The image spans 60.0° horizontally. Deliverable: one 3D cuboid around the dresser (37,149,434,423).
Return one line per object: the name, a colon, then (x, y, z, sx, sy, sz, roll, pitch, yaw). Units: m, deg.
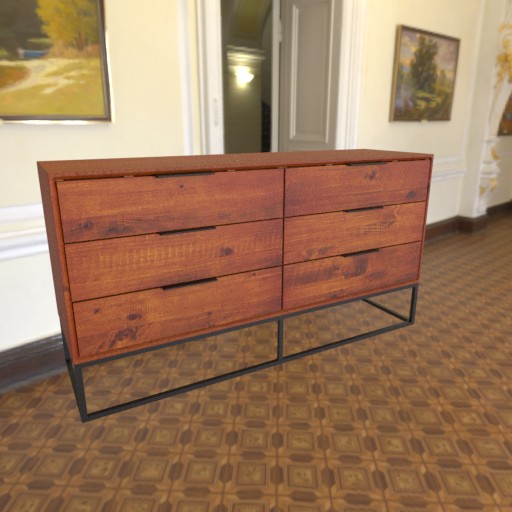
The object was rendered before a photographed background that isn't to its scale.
dresser: (0.000, 0.000, 1.862, 1.536, 0.810, 0.464, -9, 19, -28)
